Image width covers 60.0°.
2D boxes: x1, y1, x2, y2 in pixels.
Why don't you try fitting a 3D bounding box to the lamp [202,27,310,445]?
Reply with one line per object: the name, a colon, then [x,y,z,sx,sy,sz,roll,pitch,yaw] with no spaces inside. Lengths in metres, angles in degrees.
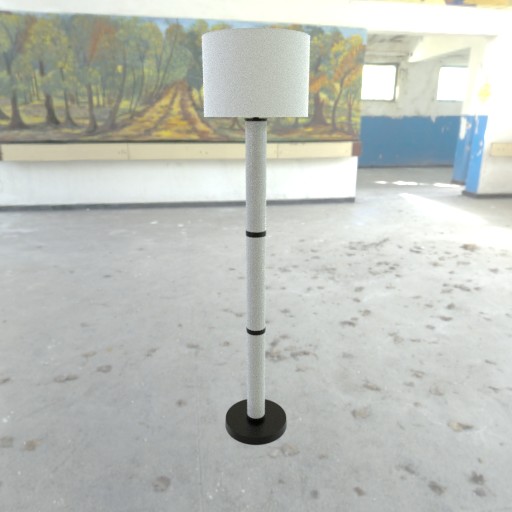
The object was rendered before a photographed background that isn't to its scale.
lamp: [0.000,0.000,1.777,0.377,1.599,0.377,-3,18,-8]
